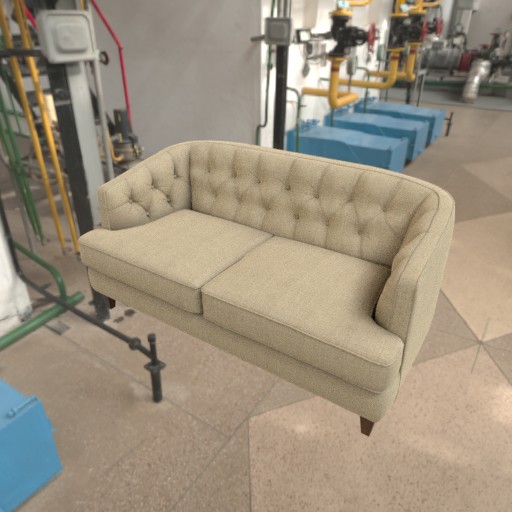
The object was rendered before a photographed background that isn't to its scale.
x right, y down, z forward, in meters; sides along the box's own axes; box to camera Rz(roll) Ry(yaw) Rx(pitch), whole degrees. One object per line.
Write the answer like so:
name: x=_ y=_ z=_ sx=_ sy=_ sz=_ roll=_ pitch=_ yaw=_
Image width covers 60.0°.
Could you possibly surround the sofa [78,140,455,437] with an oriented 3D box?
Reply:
sofa: x=0.000 y=0.000 z=2.272 sx=1.733 sy=0.855 sz=0.941 roll=18 pitch=34 yaw=29
